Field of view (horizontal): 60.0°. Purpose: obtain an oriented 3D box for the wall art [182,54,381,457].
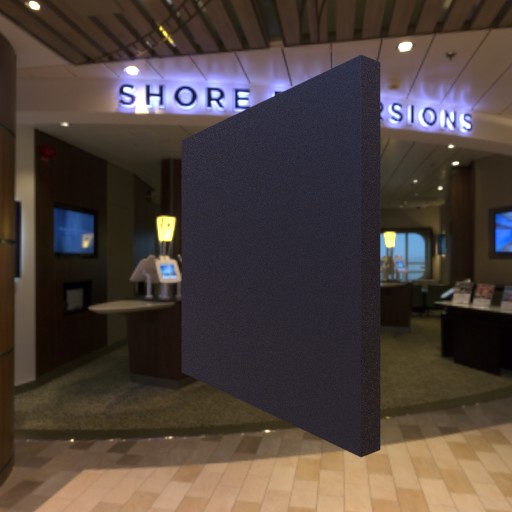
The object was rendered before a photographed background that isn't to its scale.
[{"bbox_3d":[0.000,0.000,0.774,0.038,0.507,0.507,0,0,-36],"label":"wall art"}]
